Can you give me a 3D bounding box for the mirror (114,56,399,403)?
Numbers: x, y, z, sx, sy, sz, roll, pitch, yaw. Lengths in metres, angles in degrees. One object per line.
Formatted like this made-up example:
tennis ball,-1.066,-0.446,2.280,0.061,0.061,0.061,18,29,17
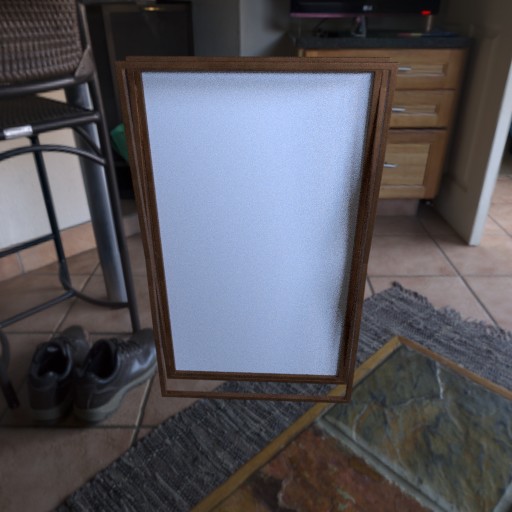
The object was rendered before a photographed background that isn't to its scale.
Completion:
mirror,0.000,0.000,0.941,0.468,0.768,0.082,1,29,2
